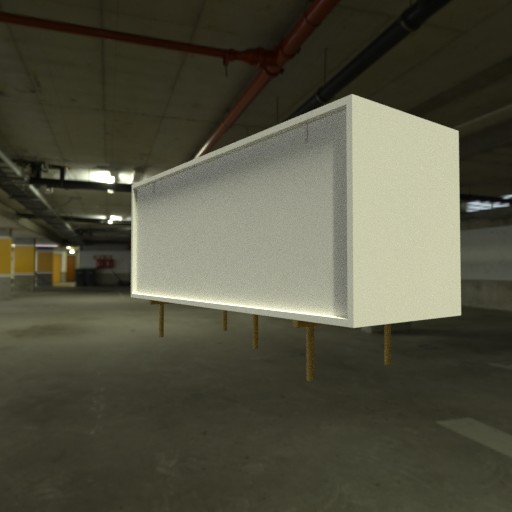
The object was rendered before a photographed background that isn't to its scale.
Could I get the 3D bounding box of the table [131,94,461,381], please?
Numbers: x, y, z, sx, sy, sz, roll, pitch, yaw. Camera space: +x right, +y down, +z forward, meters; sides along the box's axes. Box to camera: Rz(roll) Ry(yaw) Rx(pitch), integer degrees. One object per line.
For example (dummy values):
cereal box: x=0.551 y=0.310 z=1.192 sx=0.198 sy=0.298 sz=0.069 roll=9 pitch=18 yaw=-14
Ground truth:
table: x=0.000 y=0.000 z=1.856 sx=0.508 sy=0.769 sz=1.500 roll=1 pitch=-2 yaw=-36
